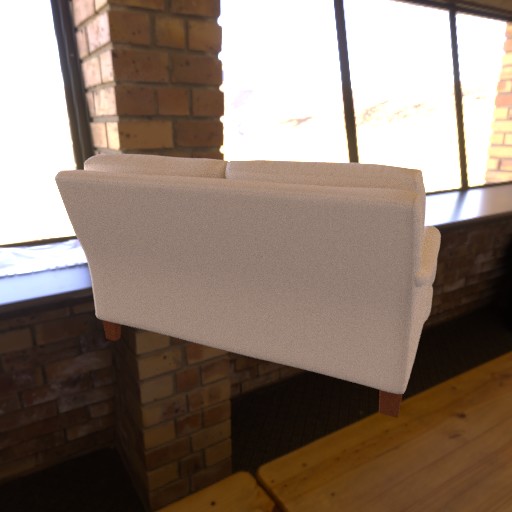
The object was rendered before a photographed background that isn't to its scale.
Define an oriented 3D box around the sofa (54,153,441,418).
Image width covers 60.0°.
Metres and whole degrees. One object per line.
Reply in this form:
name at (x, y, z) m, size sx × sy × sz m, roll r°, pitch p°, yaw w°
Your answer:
sofa at (0.000, 0.000, 2.463) m, size 1.853 × 1.101 × 1.084 m, roll 8°, pitch 19°, yaw 25°
